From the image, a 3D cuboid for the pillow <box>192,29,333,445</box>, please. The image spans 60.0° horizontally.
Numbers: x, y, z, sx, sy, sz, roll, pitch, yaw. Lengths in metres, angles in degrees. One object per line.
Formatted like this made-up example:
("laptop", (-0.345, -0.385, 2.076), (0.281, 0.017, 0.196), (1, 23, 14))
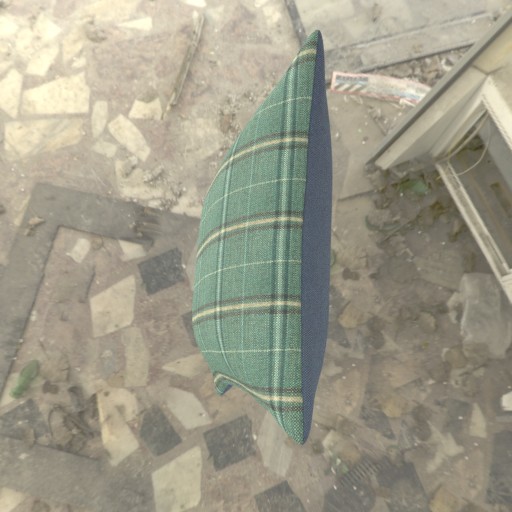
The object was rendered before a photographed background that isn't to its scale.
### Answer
("pillow", (0.000, 0.000, 0.671), (0.200, 0.430, 0.453), (4, 77, 1))
